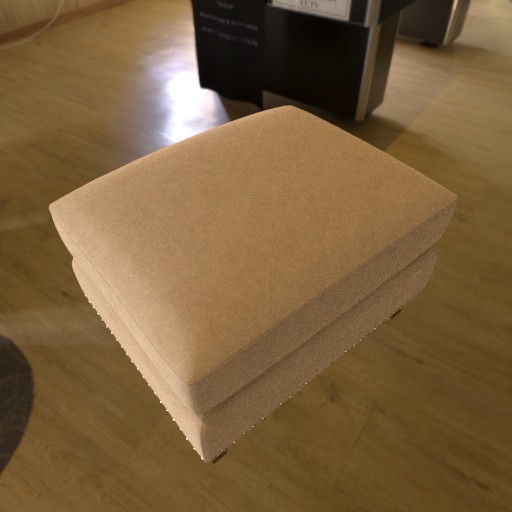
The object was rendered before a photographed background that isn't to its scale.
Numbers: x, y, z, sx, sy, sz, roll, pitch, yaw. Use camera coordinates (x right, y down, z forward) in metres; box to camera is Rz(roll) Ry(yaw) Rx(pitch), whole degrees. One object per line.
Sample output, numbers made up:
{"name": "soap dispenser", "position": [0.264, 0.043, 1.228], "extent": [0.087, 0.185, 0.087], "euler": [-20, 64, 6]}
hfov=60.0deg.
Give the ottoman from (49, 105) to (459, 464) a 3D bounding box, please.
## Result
{"name": "ottoman", "position": [0.000, 0.000, 1.109], "extent": [0.741, 0.513, 0.584], "euler": [-30, 53, -26]}
